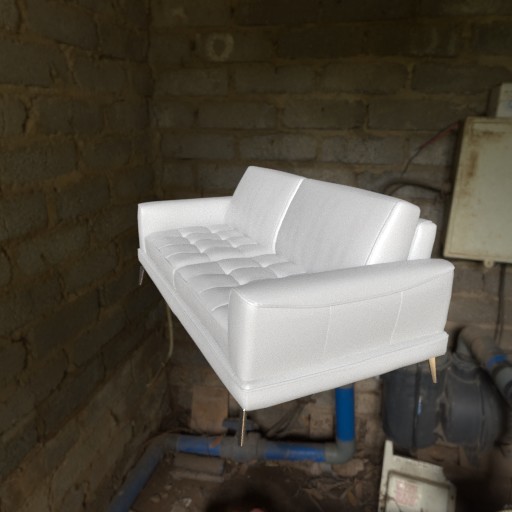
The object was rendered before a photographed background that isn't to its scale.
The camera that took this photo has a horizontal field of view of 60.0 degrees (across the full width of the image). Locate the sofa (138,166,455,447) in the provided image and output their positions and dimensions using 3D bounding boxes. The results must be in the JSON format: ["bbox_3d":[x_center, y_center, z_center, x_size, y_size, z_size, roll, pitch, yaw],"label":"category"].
[{"bbox_3d":[0.000,0.000,2.751,1.121,0.930,2.177,-8,19,-24],"label":"sofa"}]
